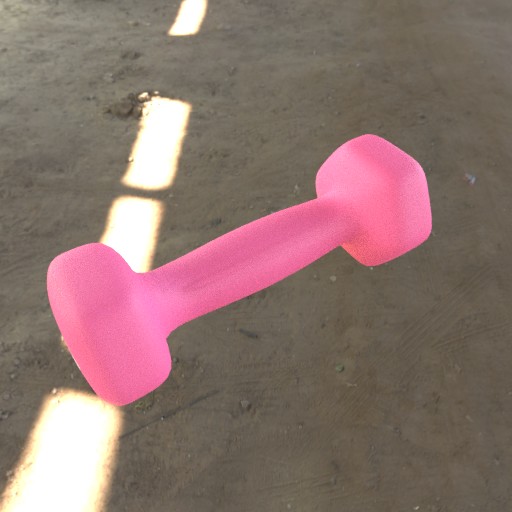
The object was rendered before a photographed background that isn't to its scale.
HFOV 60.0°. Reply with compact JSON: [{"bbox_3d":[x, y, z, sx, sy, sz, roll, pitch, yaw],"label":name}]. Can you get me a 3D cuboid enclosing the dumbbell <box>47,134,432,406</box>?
[{"bbox_3d":[0.000,0.000,0.171,0.146,0.053,0.058,-25,52,-21],"label":"dumbbell"}]
